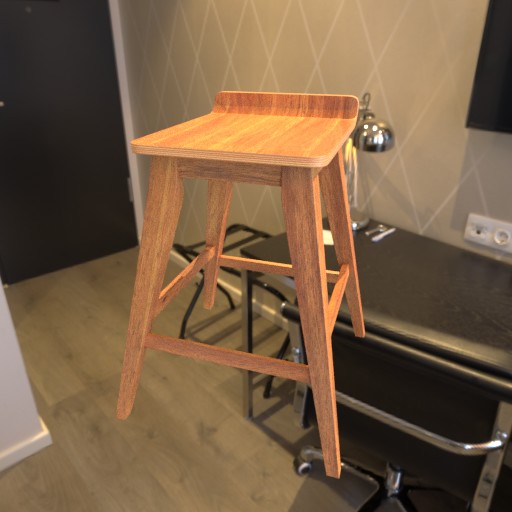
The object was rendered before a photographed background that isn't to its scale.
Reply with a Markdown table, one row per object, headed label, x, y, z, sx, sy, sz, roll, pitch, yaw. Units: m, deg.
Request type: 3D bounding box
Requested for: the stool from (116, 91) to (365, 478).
| label | x | y | z | sx | sy | sz | roll | pitch | yaw |
| --- | --- | --- | --- | --- | --- | --- | --- | --- | --- |
| stool | 0.000 | 0.000 | 0.998 | 0.500 | 0.650 | 0.500 | 8 | 27 | 16 |
